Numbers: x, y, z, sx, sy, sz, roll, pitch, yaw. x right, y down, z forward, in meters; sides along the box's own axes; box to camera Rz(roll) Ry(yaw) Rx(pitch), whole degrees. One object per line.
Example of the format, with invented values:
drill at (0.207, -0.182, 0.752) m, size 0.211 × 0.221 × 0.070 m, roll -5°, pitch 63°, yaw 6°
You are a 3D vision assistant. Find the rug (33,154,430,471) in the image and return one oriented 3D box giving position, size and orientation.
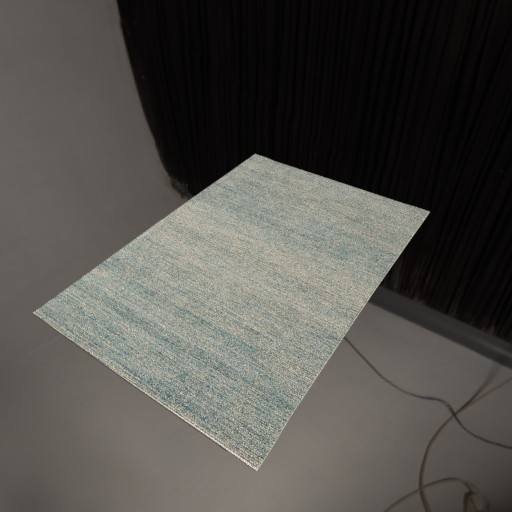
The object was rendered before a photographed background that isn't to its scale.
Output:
rug at (0.000, 0.000, 5.212) m, size 2.802 × 0.052 × 4.078 m, roll 25°, pitch 47°, yaw 25°
